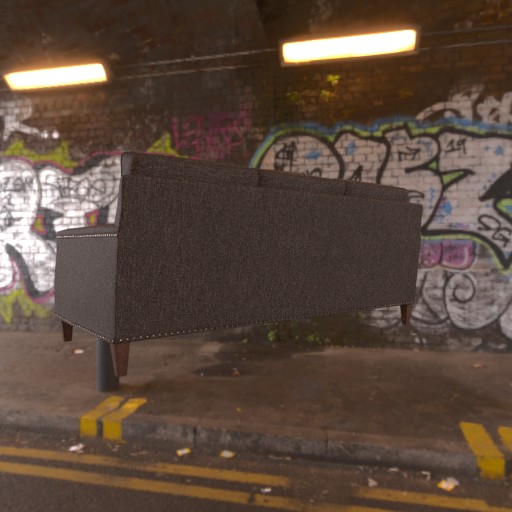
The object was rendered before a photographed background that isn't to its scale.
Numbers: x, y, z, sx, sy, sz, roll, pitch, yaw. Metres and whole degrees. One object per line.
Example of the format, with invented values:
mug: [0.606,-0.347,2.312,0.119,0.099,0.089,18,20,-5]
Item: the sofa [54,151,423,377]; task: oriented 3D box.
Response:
sofa: [0.000,0.000,2.889,2.246,1.003,1.084,-1,2,-37]
